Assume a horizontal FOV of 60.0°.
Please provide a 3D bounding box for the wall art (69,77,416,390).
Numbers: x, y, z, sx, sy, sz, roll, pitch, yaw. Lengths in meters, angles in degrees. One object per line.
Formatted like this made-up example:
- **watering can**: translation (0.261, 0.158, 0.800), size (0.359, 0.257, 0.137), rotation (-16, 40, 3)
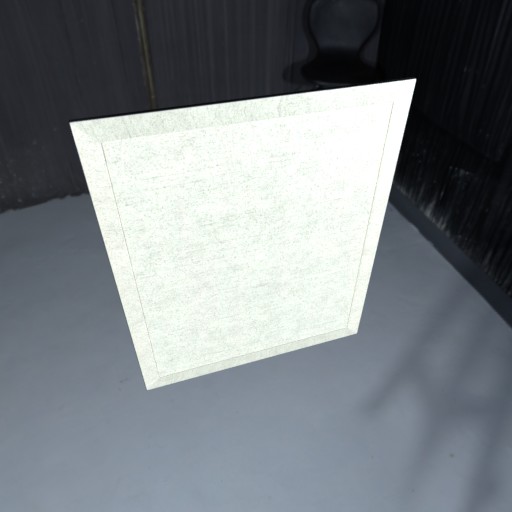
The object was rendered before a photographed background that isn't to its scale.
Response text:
- **wall art**: translation (0.000, 0.000, 0.622), size (0.381, 0.457, 0.023), rotation (-12, 42, -14)
